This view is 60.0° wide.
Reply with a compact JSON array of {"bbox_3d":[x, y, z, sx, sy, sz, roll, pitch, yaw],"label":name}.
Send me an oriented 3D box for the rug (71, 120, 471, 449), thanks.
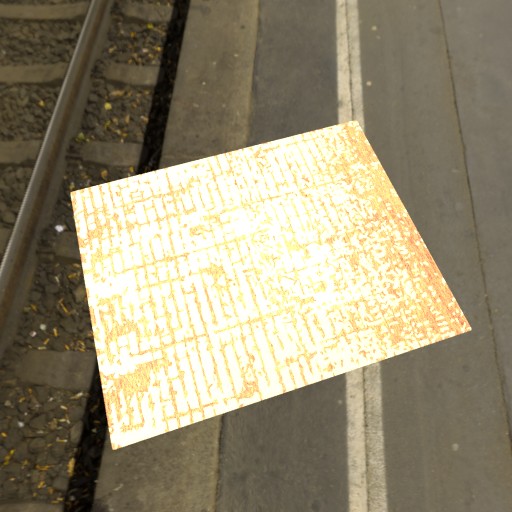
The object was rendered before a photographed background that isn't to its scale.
[{"bbox_3d":[0.000,0.000,4.053,3.050,0.011,2.441,-16,65,-8],"label":"rug"}]
